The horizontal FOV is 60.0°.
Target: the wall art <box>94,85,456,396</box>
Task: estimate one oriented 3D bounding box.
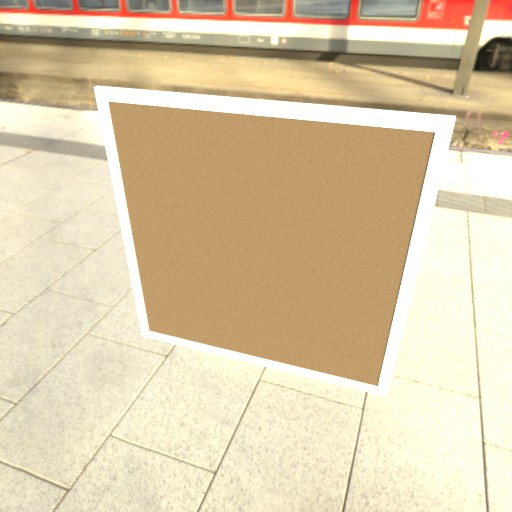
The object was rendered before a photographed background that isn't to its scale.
[{"bbox_3d":[0.000,0.000,1.186,0.812,0.812,0.015,10,35,15],"label":"wall art"}]
